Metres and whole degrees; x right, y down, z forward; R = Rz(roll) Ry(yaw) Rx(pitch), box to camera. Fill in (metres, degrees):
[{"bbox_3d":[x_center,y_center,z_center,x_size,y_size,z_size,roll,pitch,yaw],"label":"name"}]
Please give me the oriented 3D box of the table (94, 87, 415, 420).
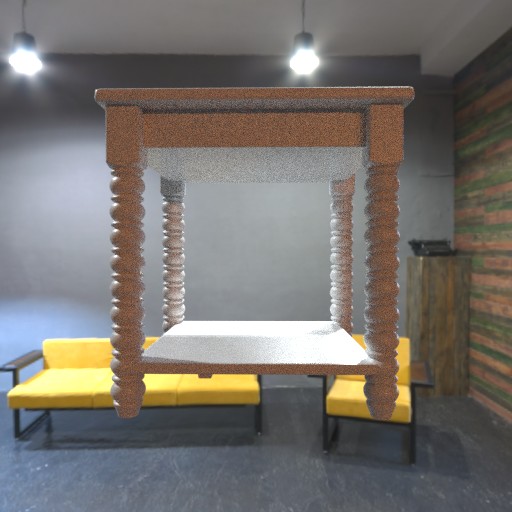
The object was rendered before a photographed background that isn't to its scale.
[{"bbox_3d":[0.000,0.000,0.983,0.533,0.563,0.500,0,1,1],"label":"table"}]
